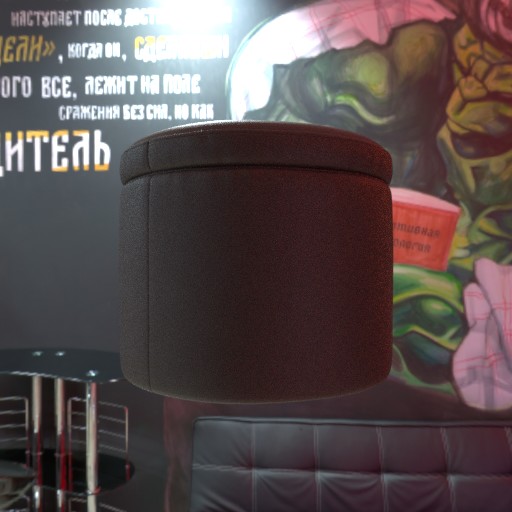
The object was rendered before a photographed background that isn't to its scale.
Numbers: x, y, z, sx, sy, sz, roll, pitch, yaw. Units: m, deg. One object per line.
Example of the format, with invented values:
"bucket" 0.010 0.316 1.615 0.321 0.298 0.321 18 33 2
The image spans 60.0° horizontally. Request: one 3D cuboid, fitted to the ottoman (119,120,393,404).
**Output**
"ottoman" 0.000 0.000 0.843 0.500 0.409 0.500 0 0 0
